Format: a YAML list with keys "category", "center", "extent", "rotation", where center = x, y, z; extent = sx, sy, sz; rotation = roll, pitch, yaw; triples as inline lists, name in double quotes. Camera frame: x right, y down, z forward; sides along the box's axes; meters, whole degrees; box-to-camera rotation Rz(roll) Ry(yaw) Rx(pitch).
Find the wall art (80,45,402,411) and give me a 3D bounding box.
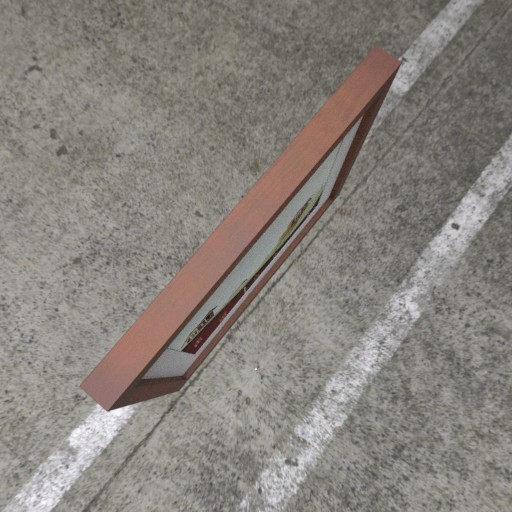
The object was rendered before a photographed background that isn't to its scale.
- category: "wall art"
  center: [0.000, 0.000, 0.540]
  extent: [0.030, 0.328, 0.401]
  rotation: [38, 79, 9]
